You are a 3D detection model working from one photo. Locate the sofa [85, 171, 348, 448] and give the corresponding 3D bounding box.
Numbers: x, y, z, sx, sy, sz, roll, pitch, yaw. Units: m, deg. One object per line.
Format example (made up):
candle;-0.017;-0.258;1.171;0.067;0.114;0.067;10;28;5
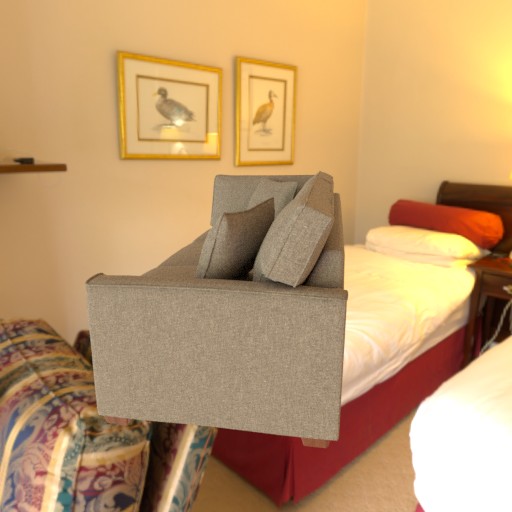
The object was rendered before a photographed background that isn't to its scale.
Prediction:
sofa;0.000;0.000;2.767;1.061;0.962;2.317;2;14;10
